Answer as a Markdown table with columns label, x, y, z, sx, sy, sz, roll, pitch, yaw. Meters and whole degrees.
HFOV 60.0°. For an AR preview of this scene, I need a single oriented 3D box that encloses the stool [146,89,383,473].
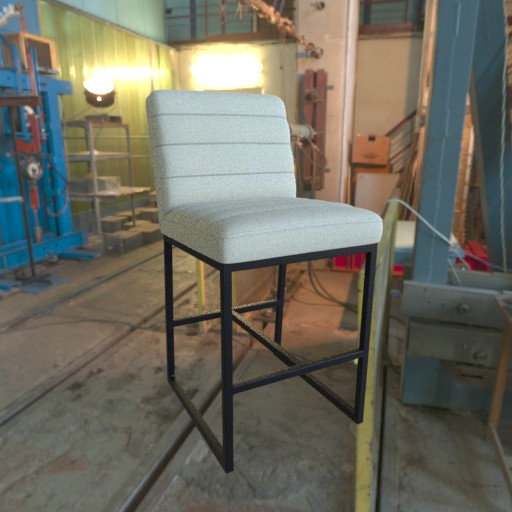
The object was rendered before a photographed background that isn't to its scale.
| label | x | y | z | sx | sy | sz | roll | pitch | yaw |
| --- | --- | --- | --- | --- | --- | --- | --- | --- | --- |
| stool | 0.000 | 0.000 | 1.290 | 0.460 | 0.940 | 0.560 | -8 | 17 | -27 |
